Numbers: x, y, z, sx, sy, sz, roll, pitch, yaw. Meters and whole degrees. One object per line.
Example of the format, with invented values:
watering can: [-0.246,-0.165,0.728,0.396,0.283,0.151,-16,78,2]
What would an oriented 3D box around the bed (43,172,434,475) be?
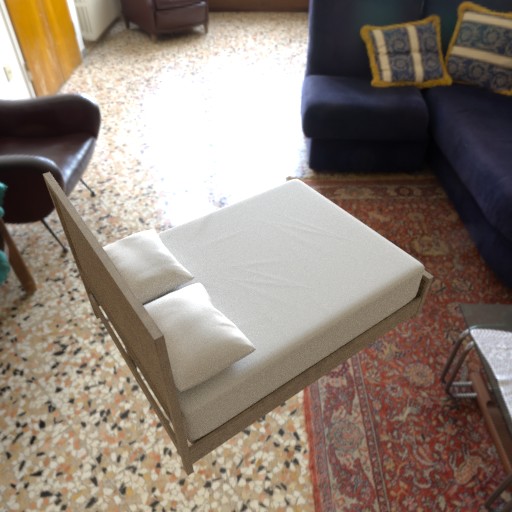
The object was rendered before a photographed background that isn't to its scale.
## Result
bed: [0.000,0.000,3.265,2.189,1.369,1.606,-25,48,-26]
